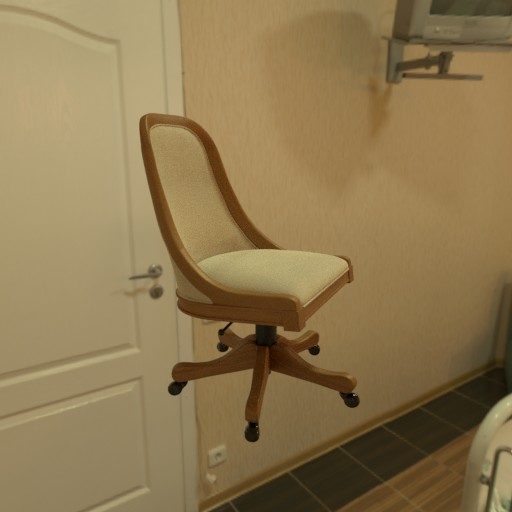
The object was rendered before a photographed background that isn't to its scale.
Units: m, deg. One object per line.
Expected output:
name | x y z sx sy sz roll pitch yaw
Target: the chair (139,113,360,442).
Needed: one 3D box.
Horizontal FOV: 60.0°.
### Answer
chair | 0.000 0.000 1.612 0.811 1.009 0.702 7 15 26
